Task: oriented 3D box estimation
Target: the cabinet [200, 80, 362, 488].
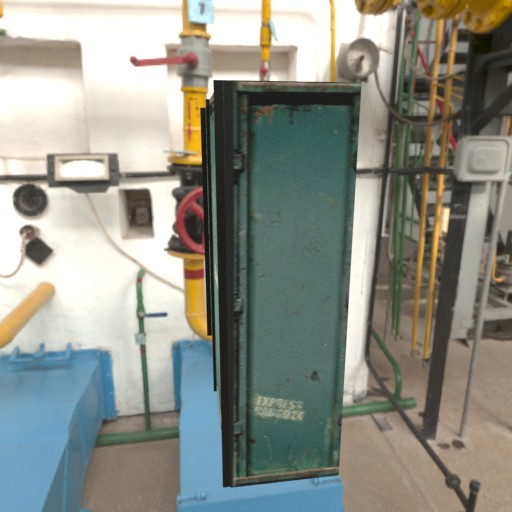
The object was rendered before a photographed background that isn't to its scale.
[{"bbox_3d":[0.000,0.000,3.223,0.680,2.160,2.000,-2,15,-8],"label":"cabinet"}]
